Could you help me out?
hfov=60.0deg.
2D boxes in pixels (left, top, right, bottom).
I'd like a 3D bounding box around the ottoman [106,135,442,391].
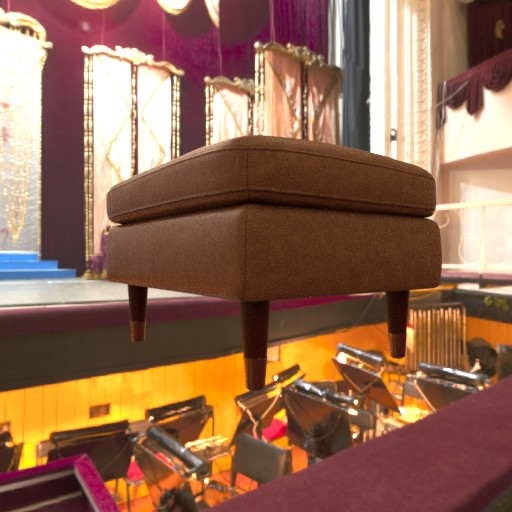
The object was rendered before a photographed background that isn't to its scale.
[{"bbox_3d":[0.000,0.000,1.147,0.593,0.478,0.747,0,0,-37],"label":"ottoman"}]
